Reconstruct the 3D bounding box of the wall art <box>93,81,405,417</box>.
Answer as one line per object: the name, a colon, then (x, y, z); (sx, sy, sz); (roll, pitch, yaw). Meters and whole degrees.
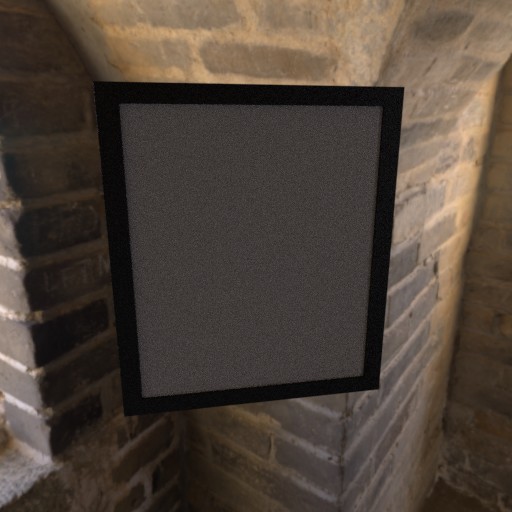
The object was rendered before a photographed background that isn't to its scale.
wall art: (0.000, 0.000, 0.528); (0.330, 0.381, 0.029); (-3, 16, -10)
